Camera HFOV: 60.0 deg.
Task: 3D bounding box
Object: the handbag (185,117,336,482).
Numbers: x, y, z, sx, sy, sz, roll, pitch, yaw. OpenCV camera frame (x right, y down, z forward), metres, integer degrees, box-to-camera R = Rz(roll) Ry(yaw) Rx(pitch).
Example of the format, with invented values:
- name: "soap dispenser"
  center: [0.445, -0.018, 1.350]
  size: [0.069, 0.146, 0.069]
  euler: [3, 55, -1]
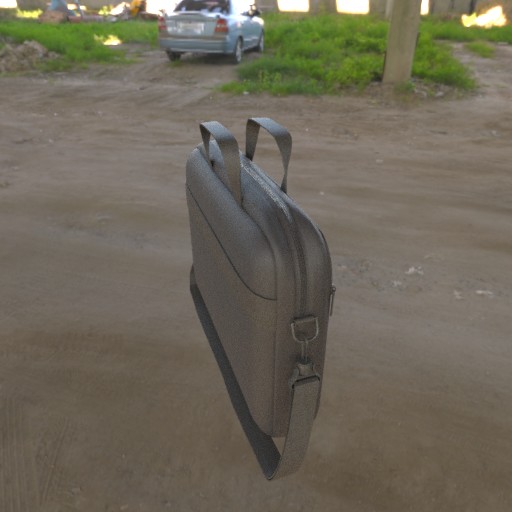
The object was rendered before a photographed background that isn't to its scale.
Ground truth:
- name: "handbag"
  center: [0.000, 0.000, 0.576]
  size: [0.126, 0.330, 0.429]
  euler: [-10, 32, -17]
